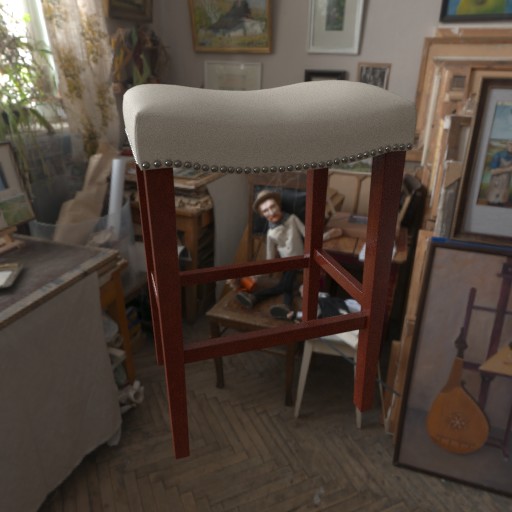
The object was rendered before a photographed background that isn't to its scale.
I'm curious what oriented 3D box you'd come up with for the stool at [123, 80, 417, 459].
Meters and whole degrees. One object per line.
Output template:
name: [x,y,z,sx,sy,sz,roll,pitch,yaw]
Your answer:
stool: [0.000,0.000,1.020,0.504,0.742,0.372,-8,26,-16]
